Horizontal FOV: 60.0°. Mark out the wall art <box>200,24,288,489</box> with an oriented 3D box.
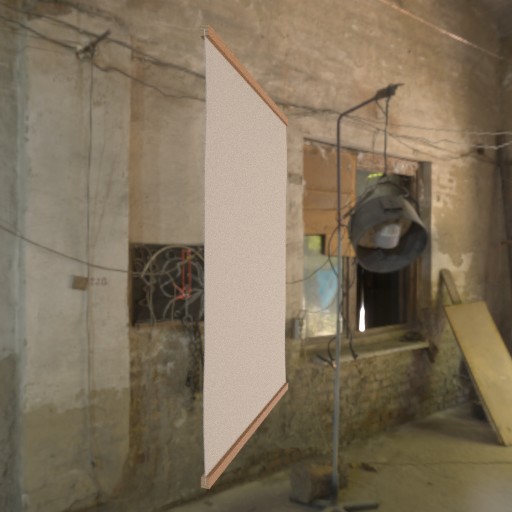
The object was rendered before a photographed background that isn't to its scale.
[{"bbox_3d":[0.000,0.000,1.324,0.020,1.016,0.739,0,1,18],"label":"wall art"}]
